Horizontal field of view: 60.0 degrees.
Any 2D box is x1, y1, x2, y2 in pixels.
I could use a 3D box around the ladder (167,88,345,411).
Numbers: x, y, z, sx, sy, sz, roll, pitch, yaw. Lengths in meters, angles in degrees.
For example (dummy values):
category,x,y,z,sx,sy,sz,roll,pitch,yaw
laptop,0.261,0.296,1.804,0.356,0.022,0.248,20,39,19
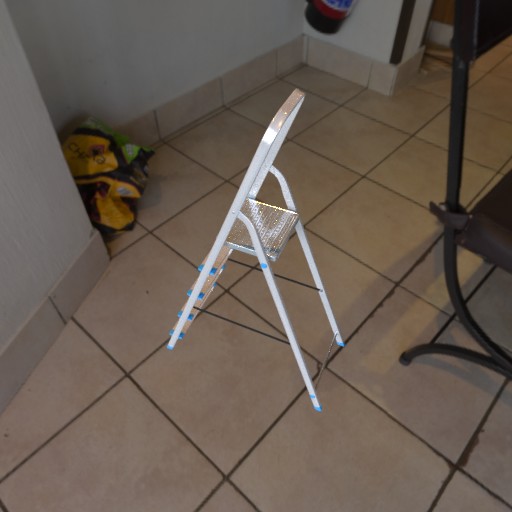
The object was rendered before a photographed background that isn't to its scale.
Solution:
category,x,y,z,sx,sy,sz,roll,pitch,yaw
ladder,0.000,0.000,2.105,0.990,1.648,0.468,18,51,16
